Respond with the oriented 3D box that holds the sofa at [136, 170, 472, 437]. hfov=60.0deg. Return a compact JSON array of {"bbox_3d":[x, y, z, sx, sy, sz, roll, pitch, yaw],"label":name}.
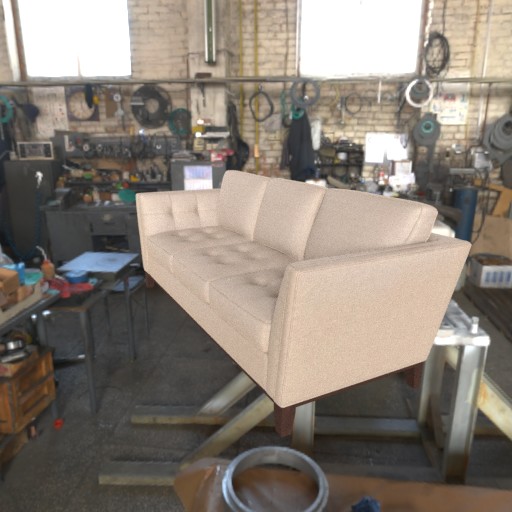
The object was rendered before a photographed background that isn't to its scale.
[{"bbox_3d":[0.000,0.000,2.890,0.965,0.940,2.388,-8,18,-27],"label":"sofa"}]
